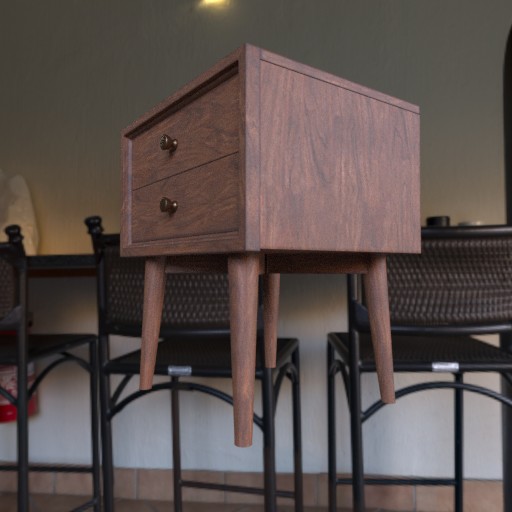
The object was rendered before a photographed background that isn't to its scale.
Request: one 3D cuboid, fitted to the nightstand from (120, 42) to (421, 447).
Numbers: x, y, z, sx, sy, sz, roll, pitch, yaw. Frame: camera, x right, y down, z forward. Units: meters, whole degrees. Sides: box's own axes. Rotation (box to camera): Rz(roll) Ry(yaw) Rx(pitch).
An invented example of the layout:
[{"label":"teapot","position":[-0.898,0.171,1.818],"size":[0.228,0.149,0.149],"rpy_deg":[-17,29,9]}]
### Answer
[{"label":"nightstand","position":[0.000,0.000,0.970],"size":[0.445,0.607,0.521],"rpy_deg":[1,-2,-36]}]
